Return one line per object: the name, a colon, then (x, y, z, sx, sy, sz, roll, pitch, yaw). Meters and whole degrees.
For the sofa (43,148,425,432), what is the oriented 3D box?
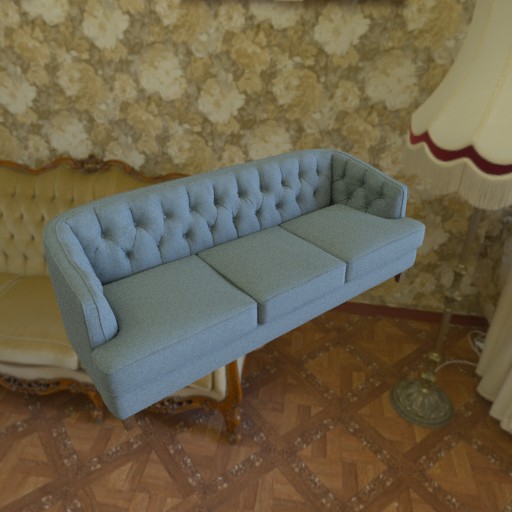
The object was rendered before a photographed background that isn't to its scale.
sofa: (0.000, 0.000, 2.735, 2.278, 0.855, 0.941, -21, 36, -32)
